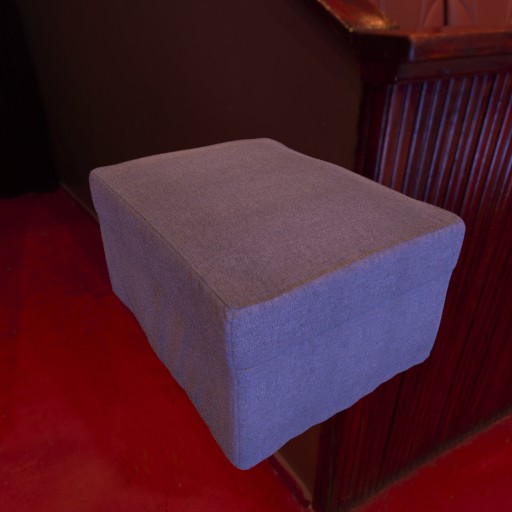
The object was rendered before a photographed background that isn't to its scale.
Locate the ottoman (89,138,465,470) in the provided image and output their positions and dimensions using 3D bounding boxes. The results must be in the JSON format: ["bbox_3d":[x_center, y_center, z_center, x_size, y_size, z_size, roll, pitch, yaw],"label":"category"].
[{"bbox_3d":[0.000,0.000,1.258,0.652,0.492,0.833,-19,36,-29],"label":"ottoman"}]
